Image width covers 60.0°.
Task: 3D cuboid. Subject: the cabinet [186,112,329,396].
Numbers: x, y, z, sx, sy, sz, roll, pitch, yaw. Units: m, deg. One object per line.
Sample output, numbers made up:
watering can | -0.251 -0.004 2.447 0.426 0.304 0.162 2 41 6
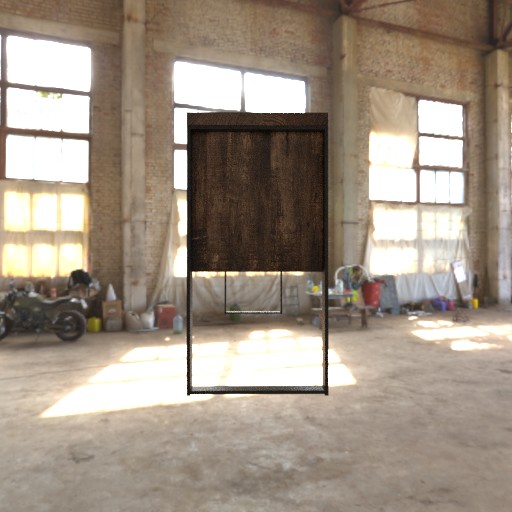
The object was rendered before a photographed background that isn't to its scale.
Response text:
cabinet | 0.000 0.000 2.088 0.395 0.762 1.800 0 0 -1
